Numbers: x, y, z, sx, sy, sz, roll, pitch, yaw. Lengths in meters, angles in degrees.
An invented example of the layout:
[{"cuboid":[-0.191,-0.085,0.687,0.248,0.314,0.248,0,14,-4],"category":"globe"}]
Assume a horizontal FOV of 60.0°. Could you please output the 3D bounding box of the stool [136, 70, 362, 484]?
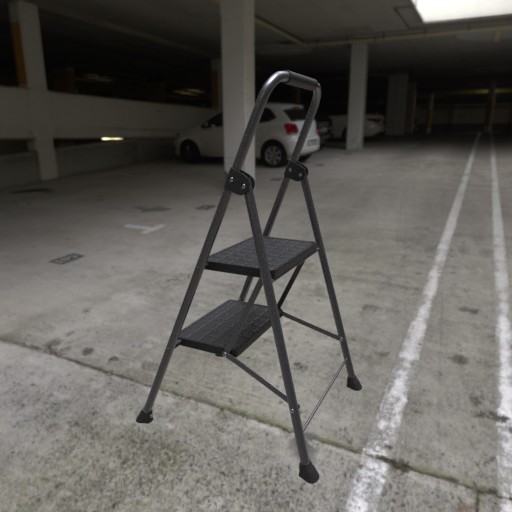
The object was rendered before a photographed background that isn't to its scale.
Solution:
[{"cuboid":[0.000,0.000,1.160,0.514,0.872,0.450,7,17,25],"category":"stool"}]
